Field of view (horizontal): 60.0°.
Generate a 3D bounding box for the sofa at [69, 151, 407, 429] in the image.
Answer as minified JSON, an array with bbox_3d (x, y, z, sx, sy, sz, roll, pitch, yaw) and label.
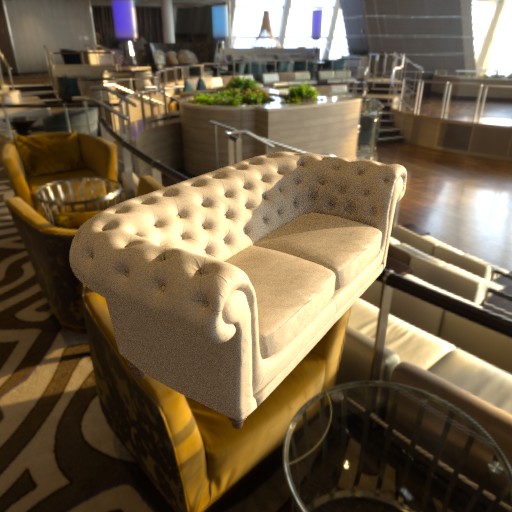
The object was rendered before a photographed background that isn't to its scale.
[{"bbox_3d":[0.000,0.000,2.527,1.069,0.835,1.988,17,31,31],"label":"sofa"}]
